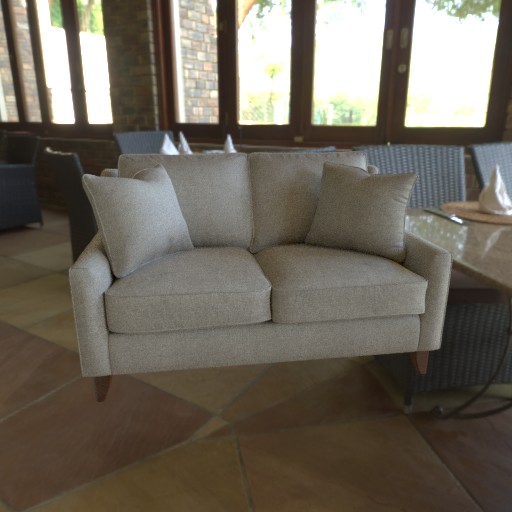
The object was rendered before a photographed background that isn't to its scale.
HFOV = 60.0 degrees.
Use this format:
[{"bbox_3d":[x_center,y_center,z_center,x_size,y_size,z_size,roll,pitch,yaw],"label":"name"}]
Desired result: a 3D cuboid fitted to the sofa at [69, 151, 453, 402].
[{"bbox_3d":[0.000,0.000,1.984,1.422,0.863,0.915,-3,18,-8],"label":"sofa"}]
